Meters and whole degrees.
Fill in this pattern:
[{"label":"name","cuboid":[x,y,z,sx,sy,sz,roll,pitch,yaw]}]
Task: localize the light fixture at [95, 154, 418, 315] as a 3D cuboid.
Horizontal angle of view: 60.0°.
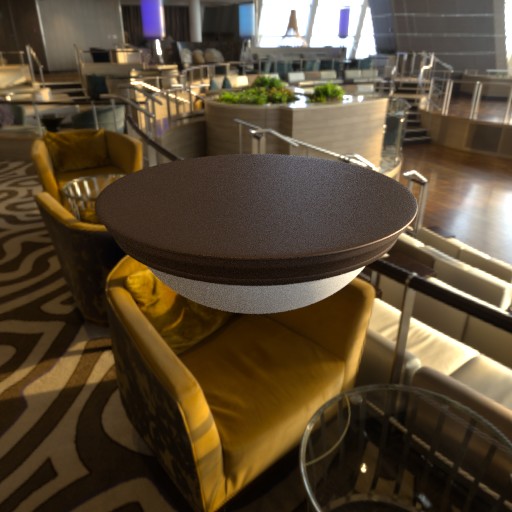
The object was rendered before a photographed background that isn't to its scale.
[{"label":"light fixture","cuboid":[0.000,0.000,0.433,0.280,0.135,0.280,0,26,0]}]
